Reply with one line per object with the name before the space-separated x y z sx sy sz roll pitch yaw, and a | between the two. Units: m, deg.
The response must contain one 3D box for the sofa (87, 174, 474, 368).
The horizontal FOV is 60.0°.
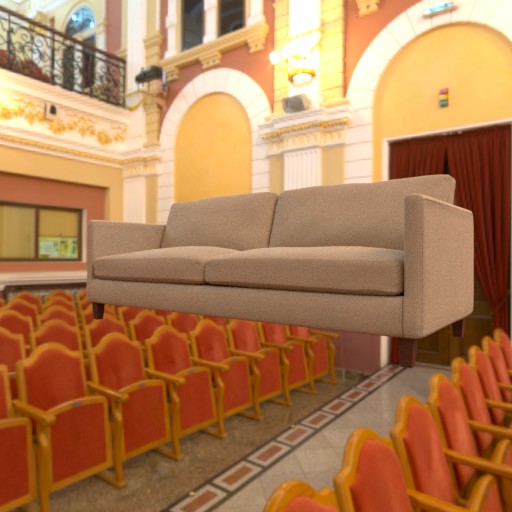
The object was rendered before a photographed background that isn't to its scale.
sofa | 0.000 0.000 2.856 2.404 0.912 0.988 0 0 37
